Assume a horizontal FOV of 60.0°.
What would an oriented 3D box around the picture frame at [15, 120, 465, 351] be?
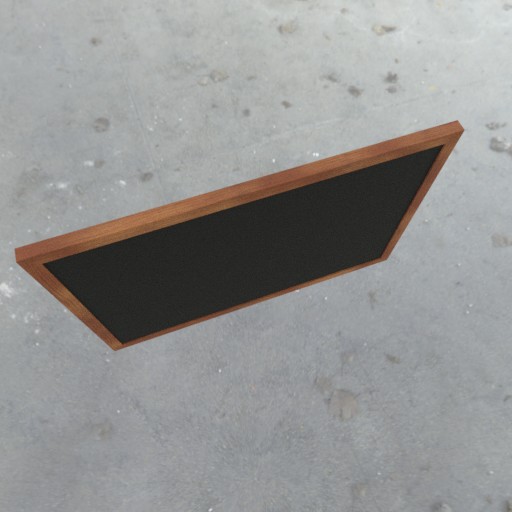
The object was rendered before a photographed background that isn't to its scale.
[{"bbox_3d":[0.000,0.000,1.180,0.950,0.640,0.029,-18,65,-9],"label":"picture frame"}]
